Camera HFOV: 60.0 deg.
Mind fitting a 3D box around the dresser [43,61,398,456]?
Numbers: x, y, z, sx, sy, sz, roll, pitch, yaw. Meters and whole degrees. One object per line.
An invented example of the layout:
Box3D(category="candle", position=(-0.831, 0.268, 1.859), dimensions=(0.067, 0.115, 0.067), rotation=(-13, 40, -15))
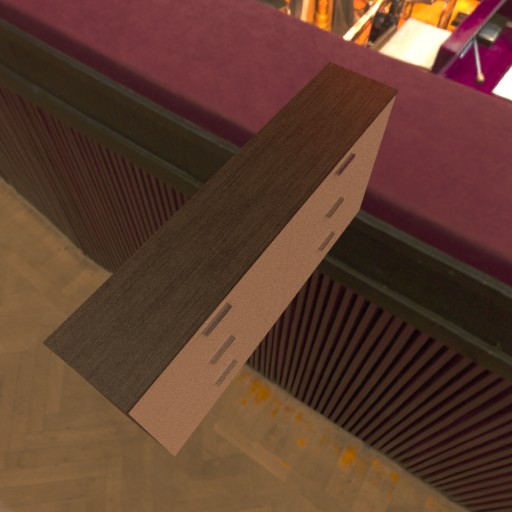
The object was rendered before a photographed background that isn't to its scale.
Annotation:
Box3D(category="dresser", position=(0.000, 0.000, 1.824), dimensions=(0.333, 0.790, 1.535), rotation=(31, 63, 18))
